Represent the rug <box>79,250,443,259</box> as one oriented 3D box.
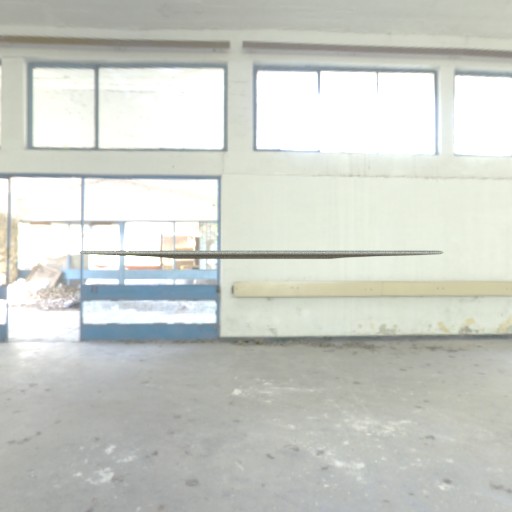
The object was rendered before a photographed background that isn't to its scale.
[{"bbox_3d":[0.000,0.000,3.098,1.535,0.022,2.498,0,-1,-1],"label":"rug"}]
